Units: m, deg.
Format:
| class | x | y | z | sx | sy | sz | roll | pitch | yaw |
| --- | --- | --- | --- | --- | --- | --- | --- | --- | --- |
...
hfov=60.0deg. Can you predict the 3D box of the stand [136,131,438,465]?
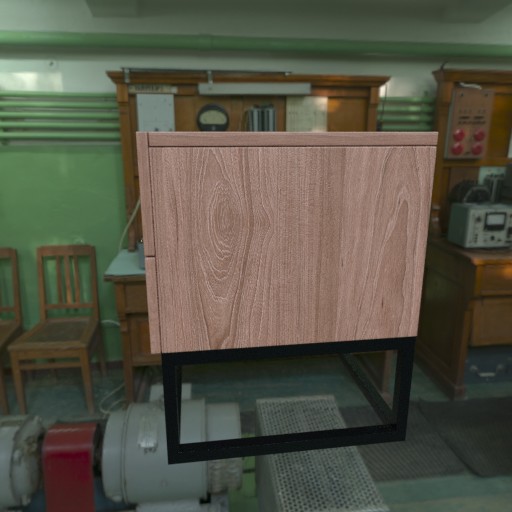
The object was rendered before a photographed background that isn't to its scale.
| class | x | y | z | sx | sy | sz | roll | pitch | yaw |
| --- | --- | --- | --- | --- | --- | --- | --- | --- | --- |
| stand | 0.000 | 0.000 | 0.932 | 0.420 | 0.500 | 0.600 | -2 | 16 | -8 |
